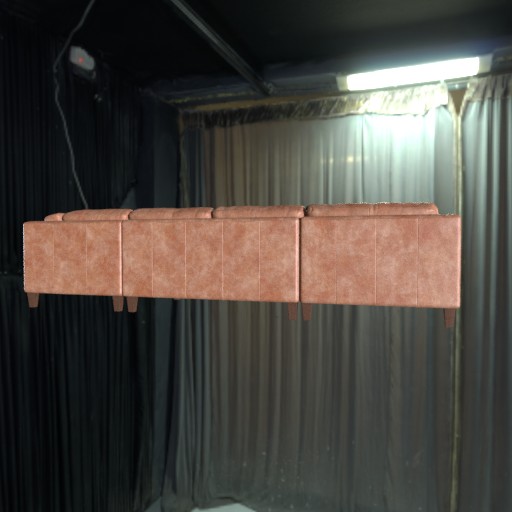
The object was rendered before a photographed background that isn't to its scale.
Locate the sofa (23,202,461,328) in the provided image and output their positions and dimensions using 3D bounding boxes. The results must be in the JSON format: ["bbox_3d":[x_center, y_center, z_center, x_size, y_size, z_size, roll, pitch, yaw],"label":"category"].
[{"bbox_3d":[0.000,0.000,4.430,3.401,0.832,2.430,0,2,16],"label":"sofa"}]
